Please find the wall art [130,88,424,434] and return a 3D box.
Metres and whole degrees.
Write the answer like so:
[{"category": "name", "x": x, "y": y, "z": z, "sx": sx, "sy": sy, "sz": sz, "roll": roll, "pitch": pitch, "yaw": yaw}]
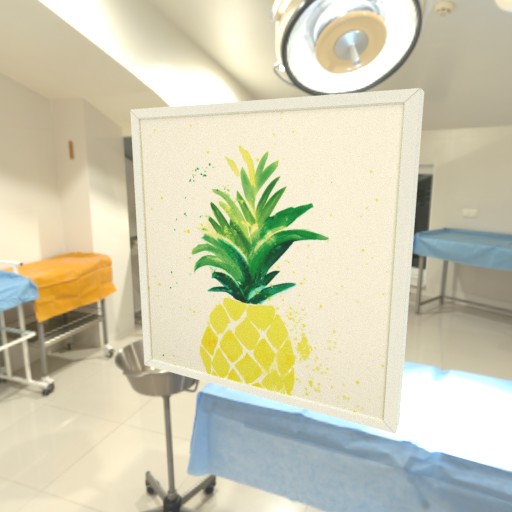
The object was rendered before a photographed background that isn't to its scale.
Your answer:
[{"category": "wall art", "x": 0.000, "y": 0.000, "z": 0.463, "sx": 0.307, "sy": 0.307, "sz": 0.020, "roll": 6, "pitch": 13, "yaw": 28}]
